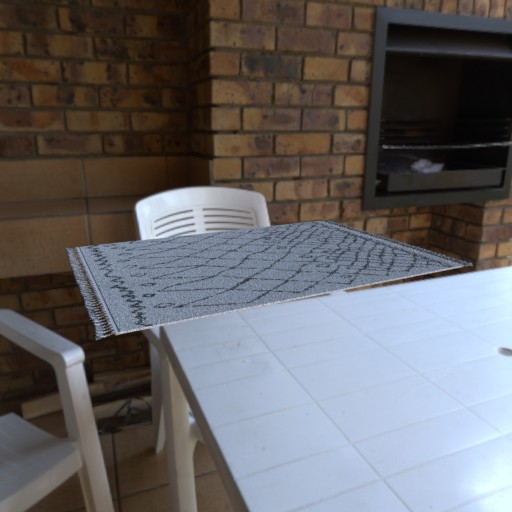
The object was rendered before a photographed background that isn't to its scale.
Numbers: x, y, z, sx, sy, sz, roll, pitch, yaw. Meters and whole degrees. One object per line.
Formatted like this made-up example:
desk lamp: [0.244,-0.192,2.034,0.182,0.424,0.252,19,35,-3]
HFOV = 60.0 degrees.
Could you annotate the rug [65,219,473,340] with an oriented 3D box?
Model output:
rug: [0.000,0.000,3.040,2.312,0.017,1.613,-8,18,-26]
